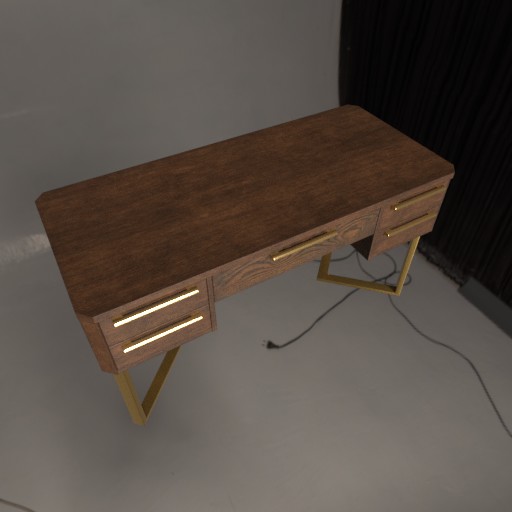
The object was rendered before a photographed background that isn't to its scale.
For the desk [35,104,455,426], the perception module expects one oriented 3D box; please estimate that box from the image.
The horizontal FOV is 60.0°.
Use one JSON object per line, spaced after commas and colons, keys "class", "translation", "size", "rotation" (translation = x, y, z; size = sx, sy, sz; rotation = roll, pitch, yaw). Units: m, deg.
{"class": "desk", "translation": [0.000, 0.000, 1.929], "size": [1.479, 0.762, 0.684], "rotation": [-22, 49, -21]}
